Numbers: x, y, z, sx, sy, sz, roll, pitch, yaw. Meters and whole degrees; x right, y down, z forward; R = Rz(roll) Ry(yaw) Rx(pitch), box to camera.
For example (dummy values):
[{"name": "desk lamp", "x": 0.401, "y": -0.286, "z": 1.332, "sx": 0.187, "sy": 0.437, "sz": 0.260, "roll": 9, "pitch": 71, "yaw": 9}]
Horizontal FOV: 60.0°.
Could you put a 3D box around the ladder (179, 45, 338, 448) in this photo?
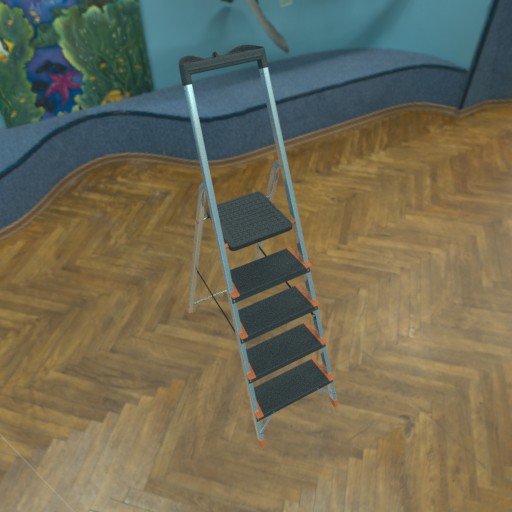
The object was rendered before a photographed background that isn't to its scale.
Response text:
[{"name": "ladder", "x": 0.000, "y": 0.000, "z": 2.048, "sx": 0.480, "sy": 1.646, "sz": 0.995, "roll": -21, "pitch": 49, "yaw": -20}]
